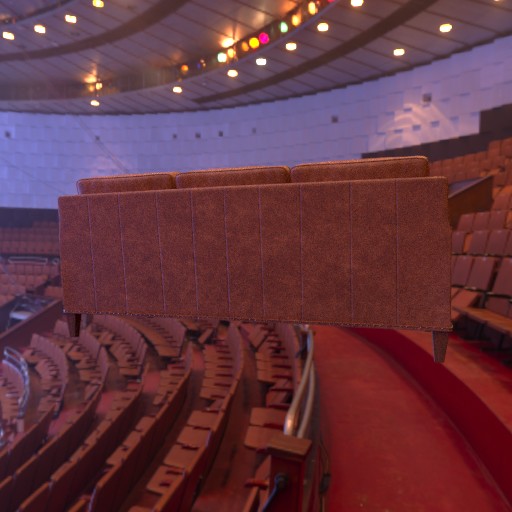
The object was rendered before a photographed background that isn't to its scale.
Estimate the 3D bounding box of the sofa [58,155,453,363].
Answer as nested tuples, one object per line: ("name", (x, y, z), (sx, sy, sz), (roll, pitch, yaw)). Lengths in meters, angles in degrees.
("sofa", (0.000, 0.000, 2.818), (2.246, 1.003, 1.084), (0, 0, 18))
